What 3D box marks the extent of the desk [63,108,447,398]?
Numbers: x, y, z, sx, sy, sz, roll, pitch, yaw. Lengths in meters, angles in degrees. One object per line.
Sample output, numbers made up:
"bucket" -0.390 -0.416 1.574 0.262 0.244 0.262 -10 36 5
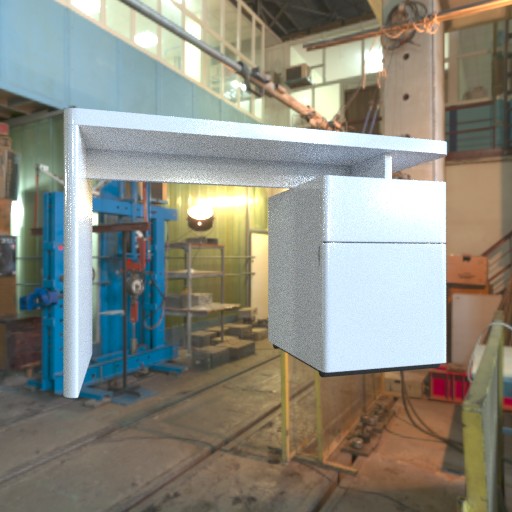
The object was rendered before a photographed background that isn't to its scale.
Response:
"desk" 0.000 0.000 1.565 1.200 0.760 0.550 0 0 -17
